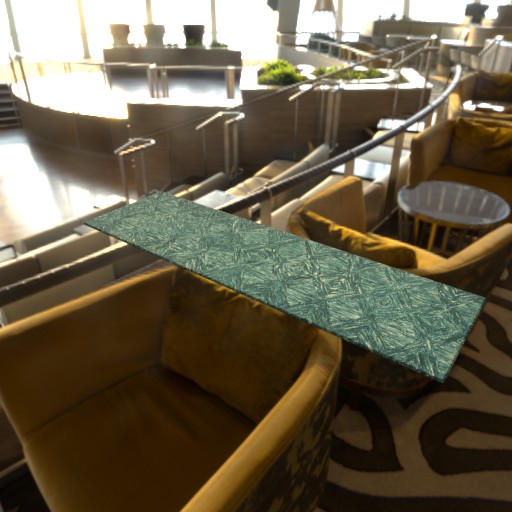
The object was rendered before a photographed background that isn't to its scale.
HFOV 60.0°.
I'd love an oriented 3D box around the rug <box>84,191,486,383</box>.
[{"bbox_3d":[0.000,0.000,2.508,2.286,0.016,0.676,21,36,31],"label":"rug"}]
